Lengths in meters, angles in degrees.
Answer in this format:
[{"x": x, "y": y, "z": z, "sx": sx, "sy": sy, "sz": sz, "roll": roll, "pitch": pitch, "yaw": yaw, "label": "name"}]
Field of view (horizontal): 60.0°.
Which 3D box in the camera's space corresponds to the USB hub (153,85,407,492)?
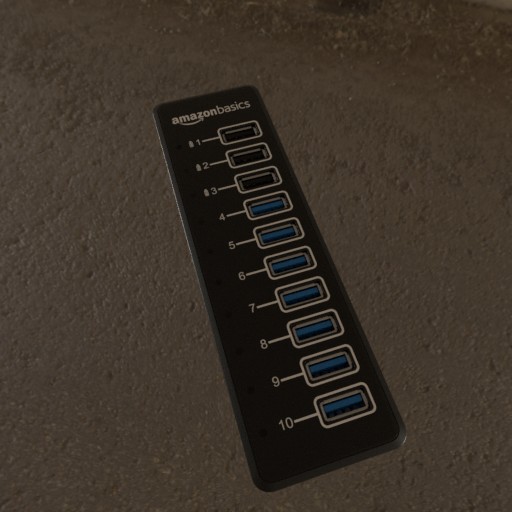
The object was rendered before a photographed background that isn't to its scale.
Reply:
[{"x": 0.000, "y": 0.000, "z": 0.158, "sx": 0.044, "sy": 0.023, "sz": 0.145, "roll": -15, "pitch": 63, "yaw": -8, "label": "USB hub"}]
